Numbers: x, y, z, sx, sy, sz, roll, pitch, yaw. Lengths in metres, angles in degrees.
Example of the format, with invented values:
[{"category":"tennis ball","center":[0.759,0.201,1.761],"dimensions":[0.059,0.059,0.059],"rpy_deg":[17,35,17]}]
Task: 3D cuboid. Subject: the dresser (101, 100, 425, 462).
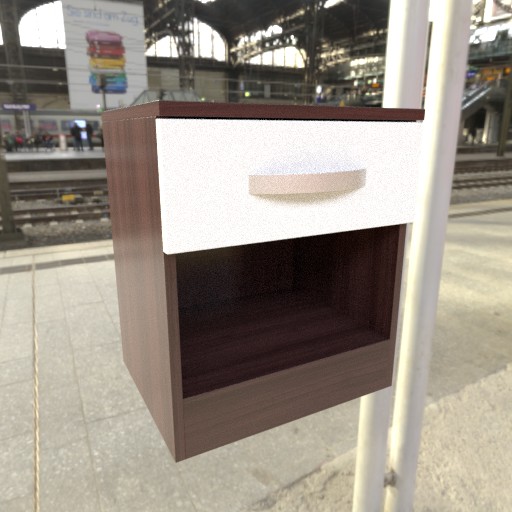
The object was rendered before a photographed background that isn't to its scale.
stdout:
[{"category":"dresser","center":[0.000,0.000,0.752],"dimensions":[0.400,0.470,0.360],"rpy_deg":[-8,18,-27]}]
